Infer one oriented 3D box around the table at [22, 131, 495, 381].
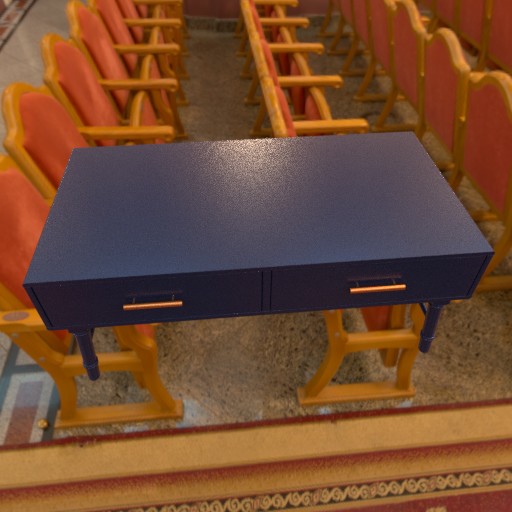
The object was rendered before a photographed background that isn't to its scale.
[{"bbox_3d":[0.000,0.000,1.337,1.067,0.457,0.572,-4,45,-4],"label":"table"}]
